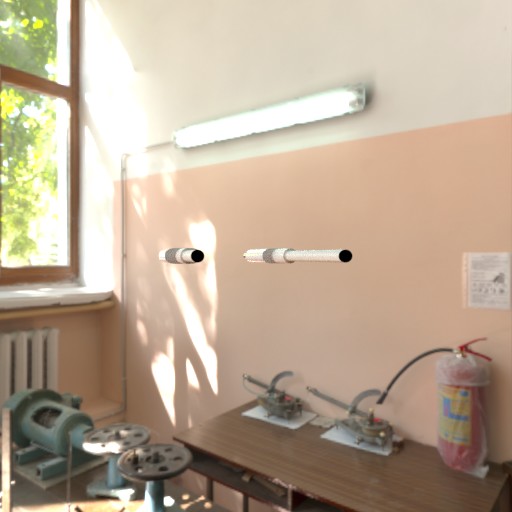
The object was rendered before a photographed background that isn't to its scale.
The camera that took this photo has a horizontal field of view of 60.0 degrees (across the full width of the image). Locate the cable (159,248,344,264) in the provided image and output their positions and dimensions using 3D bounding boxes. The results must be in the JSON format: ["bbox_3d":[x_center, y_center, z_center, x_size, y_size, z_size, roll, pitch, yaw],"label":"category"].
[{"bbox_3d":[0.000,0.000,0.113,0.041,0.005,0.098,0,0,-18],"label":"cable"}]
